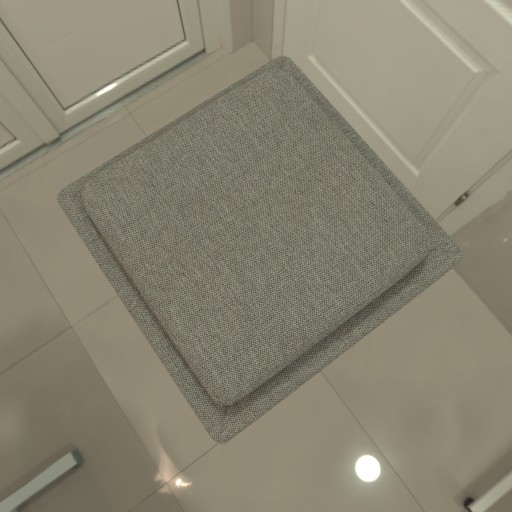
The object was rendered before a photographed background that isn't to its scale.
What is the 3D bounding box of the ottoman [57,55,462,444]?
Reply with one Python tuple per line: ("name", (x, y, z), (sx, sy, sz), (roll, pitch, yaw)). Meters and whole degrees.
("ottoman", (0.000, 0.000, 0.828), (0.450, 0.460, 0.450), (-35, 77, -9))
